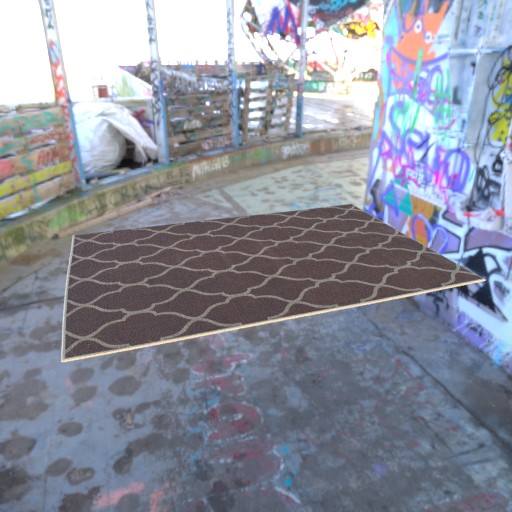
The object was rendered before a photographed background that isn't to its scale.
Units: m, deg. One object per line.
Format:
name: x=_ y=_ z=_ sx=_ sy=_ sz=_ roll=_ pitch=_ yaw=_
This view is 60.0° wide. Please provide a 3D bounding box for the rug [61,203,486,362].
rug: x=0.000 y=0.000 z=2.870 sx=2.294 sy=0.014 sz=1.528 roll=-8 pitch=26 yaw=-17
